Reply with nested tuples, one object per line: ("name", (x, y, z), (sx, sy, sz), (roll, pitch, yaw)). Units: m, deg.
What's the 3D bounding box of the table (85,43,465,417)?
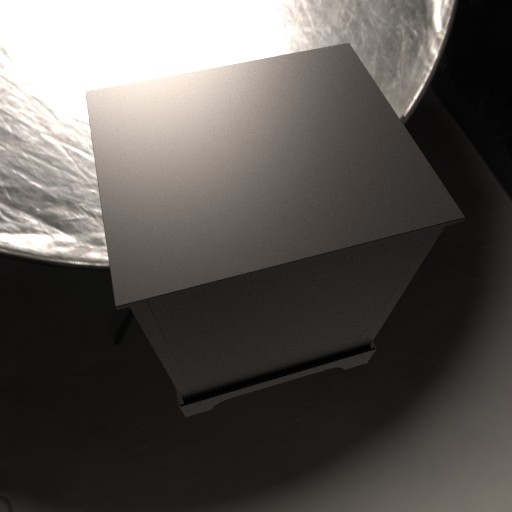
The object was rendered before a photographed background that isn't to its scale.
("table", (0.000, 0.000, 0.909), (0.460, 0.610, 0.399), (-14, 60, -8))
